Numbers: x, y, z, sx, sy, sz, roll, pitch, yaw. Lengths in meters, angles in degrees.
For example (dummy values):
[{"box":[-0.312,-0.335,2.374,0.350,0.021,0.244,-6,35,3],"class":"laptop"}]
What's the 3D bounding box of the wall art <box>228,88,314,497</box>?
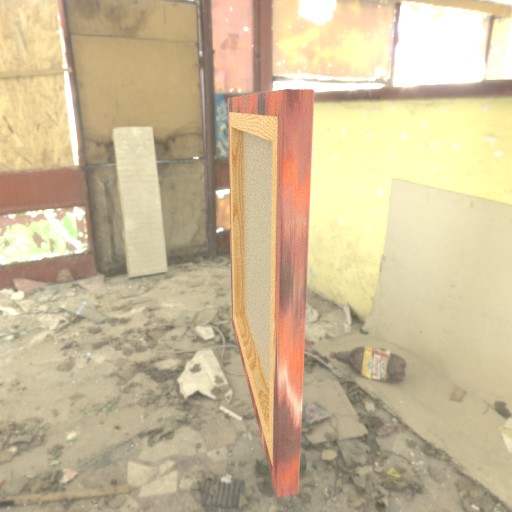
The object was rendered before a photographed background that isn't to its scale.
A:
[{"box":[0.000,0.000,0.891,0.037,0.609,0.603,-3,19,-9],"class":"wall art"}]
